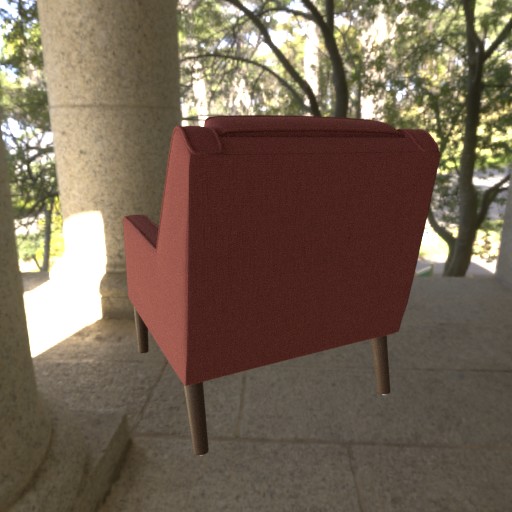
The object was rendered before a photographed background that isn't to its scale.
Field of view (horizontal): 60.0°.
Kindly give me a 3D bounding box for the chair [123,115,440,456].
[{"bbox_3d":[0.000,0.000,1.381,0.680,0.812,0.770,-7,16,-26],"label":"chair"}]
